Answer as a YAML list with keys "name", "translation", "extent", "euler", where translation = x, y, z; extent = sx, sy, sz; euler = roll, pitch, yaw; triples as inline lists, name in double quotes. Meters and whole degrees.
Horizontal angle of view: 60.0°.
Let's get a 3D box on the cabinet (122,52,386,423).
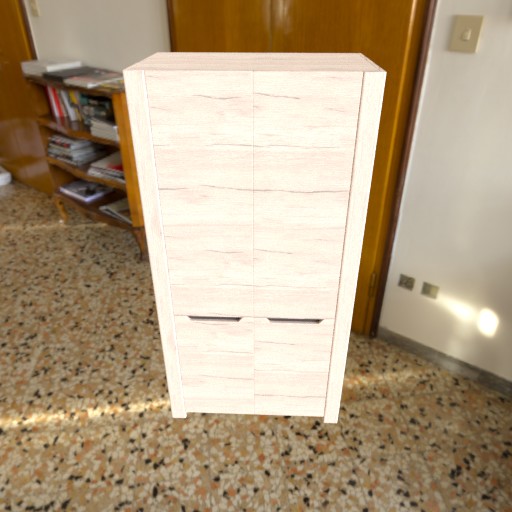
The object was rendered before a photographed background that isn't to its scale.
- name: "cabinet"
  translation: [0.000, 0.000, 2.376]
  extent: [0.980, 1.930, 0.580]
  euler: [1, 31, 2]
